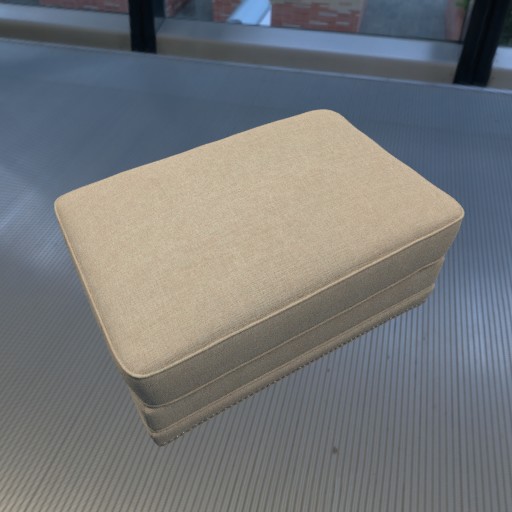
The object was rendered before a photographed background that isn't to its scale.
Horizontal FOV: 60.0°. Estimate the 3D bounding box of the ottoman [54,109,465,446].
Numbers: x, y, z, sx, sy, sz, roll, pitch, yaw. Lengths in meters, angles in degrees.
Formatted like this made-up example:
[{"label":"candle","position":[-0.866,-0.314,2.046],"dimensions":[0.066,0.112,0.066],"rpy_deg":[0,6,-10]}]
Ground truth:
[{"label":"ottoman","position":[0.000,0.000,1.128],"dimensions":[0.813,0.458,0.559],"rpy_deg":[-23,51,-20]}]
